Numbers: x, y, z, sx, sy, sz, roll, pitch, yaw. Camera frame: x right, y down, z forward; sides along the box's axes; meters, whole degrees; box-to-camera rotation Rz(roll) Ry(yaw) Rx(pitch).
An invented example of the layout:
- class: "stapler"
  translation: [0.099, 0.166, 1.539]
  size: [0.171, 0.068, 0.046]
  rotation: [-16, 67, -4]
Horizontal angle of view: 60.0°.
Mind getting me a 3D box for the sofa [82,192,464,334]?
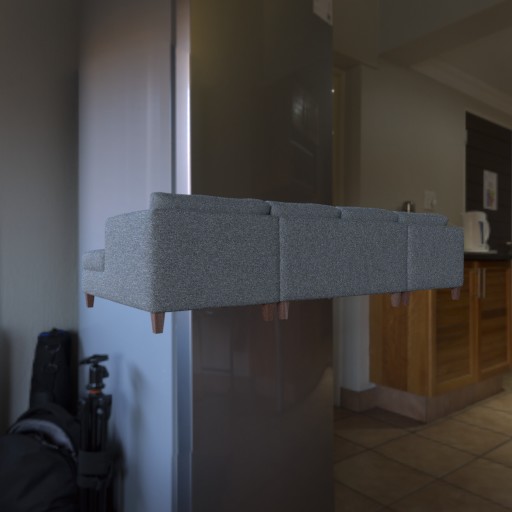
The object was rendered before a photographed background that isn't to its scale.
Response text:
- class: "sofa"
  translation: [0.000, 0.000, 4.420]
  size: [3.238, 0.853, 2.551]
  rotation: [0, 1, -35]
